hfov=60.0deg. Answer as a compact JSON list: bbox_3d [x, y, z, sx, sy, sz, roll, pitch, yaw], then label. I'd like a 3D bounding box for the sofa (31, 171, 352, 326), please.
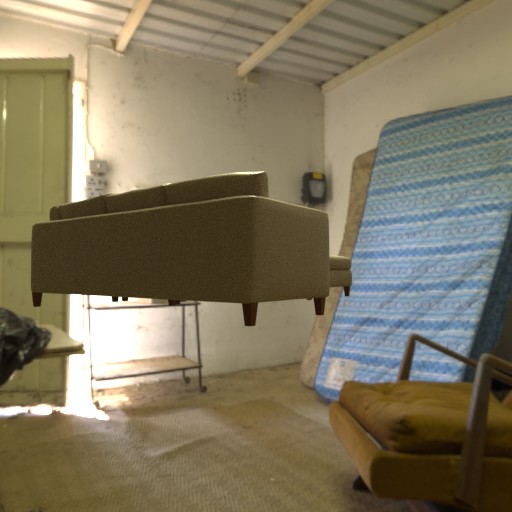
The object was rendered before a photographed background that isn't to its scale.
[{"bbox_3d":[0.000,0.000,4.626,2.594,0.961,3.460,-2,-3,37],"label":"sofa"}]
